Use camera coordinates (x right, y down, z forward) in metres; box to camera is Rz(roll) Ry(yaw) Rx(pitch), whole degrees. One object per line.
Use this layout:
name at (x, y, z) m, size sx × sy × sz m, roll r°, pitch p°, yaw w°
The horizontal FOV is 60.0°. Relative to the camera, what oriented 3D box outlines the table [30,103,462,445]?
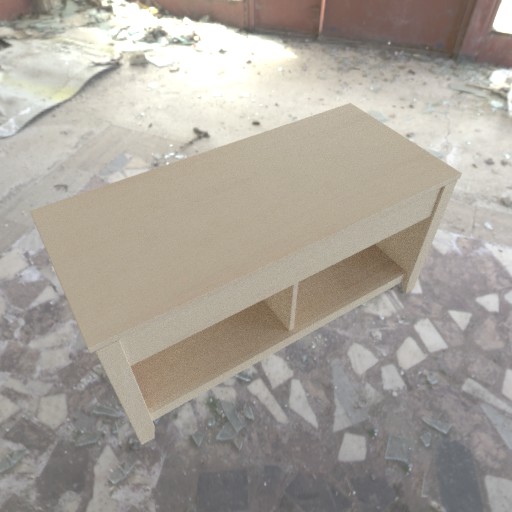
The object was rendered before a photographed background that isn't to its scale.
table at (0.000, 0.000, 1.307) m, size 1.016 × 0.483 × 0.457 m, roll -24°, pitch 51°, yaw -21°
